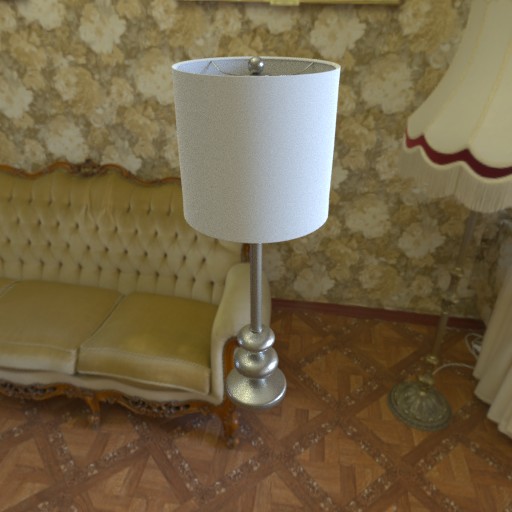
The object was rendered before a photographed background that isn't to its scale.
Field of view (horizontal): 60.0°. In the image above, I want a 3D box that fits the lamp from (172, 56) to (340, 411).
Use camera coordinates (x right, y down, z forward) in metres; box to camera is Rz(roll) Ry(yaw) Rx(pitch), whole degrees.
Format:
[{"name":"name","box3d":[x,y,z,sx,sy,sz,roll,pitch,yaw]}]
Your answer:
[{"name":"lamp","box3d":[0.000,0.000,0.836,0.254,0.690,0.254,-21,36,-33]}]
